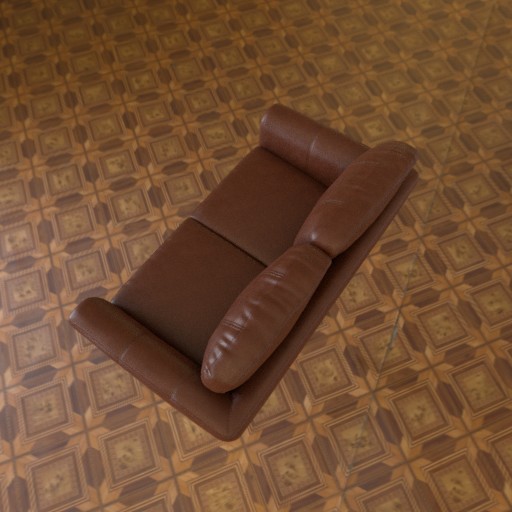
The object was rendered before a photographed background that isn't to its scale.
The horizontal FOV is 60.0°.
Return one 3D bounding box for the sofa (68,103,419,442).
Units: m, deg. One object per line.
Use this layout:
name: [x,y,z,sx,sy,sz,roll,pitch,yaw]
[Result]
sofa: [0.000,0.000,1.947,0.805,0.906,1.406,34,68,15]
